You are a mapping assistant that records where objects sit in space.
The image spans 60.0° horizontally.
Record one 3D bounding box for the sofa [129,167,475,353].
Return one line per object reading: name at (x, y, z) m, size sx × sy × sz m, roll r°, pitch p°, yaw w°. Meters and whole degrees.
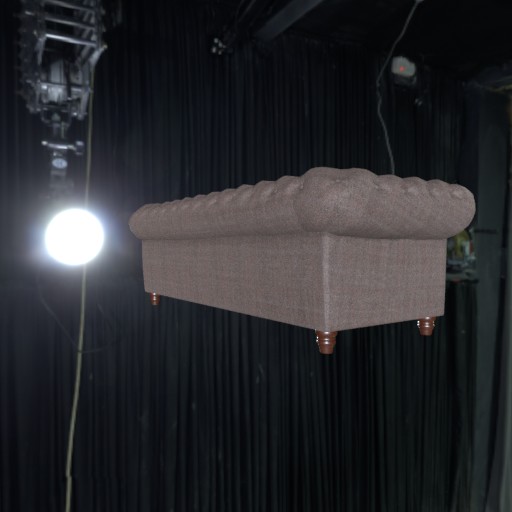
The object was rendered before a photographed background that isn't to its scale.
sofa at (0.000, 0.000, 2.823) m, size 0.944 × 0.787 × 2.385 m, roll -1°, pitch 1°, yaw -34°
